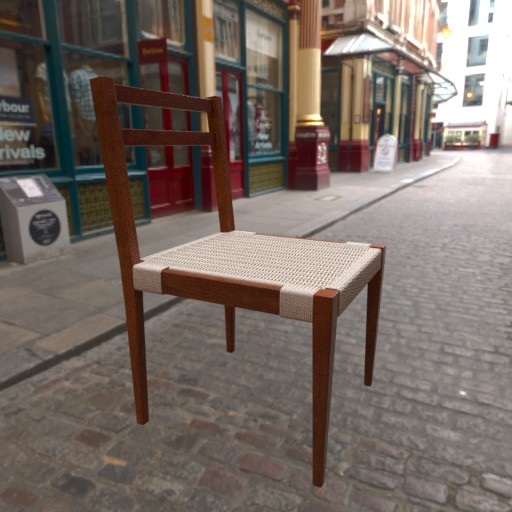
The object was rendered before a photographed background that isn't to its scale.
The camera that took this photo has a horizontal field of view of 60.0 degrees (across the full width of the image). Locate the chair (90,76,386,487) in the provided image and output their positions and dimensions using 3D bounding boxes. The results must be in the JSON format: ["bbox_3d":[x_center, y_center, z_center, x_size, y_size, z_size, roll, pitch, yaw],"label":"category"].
[{"bbox_3d":[0.000,0.000,1.158,0.569,0.851,0.495,7,16,26],"label":"chair"}]
